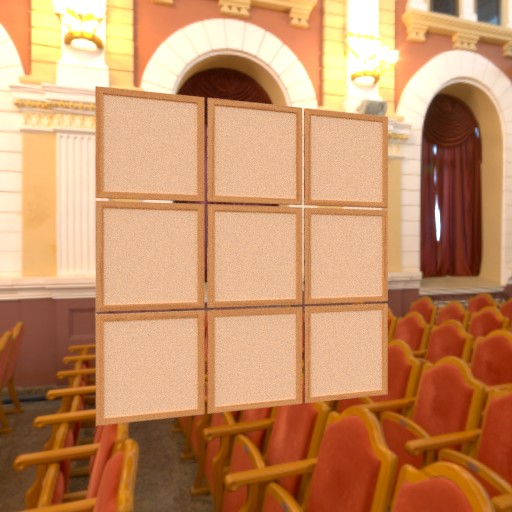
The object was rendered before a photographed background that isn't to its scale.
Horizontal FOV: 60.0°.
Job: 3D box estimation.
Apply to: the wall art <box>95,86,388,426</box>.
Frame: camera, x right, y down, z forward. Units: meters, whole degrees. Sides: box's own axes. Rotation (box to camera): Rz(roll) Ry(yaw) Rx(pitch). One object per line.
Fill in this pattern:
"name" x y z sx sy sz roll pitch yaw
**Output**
"wall art" 0.000 0.000 1.771 1.206 1.218 0.013 0 0 -17
